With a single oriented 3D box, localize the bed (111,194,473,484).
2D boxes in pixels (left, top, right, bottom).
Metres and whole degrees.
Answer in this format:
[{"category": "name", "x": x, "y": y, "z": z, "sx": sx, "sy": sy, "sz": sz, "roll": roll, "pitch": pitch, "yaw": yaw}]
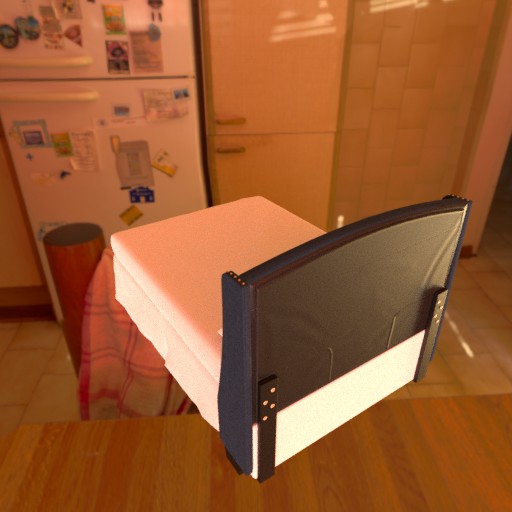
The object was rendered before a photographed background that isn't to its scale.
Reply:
[{"category": "bed", "x": 0.000, "y": 0.000, "z": 3.259, "sx": 1.604, "sy": 1.402, "sz": 2.223, "roll": -19, "pitch": 35, "yaw": -29}]
